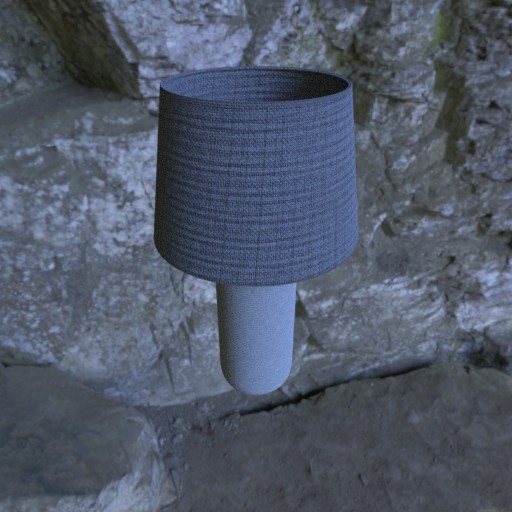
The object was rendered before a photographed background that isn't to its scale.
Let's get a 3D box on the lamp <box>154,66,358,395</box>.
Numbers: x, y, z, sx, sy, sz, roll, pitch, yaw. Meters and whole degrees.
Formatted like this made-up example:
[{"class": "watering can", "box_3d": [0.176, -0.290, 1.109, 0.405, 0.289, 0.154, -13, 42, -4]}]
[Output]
[{"class": "lamp", "box_3d": [0.000, 0.000, 0.575, 0.251, 0.429, 0.251, 0, 32, 0]}]
